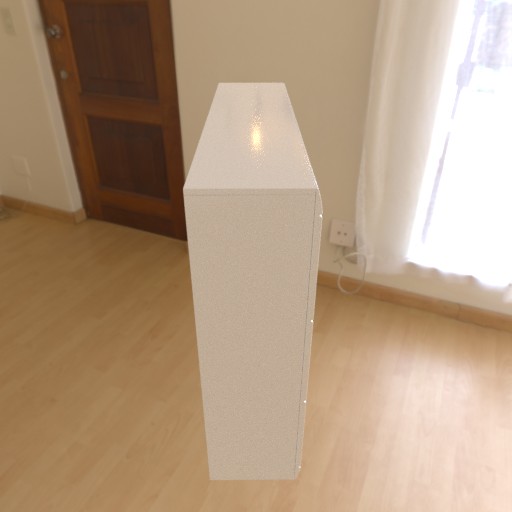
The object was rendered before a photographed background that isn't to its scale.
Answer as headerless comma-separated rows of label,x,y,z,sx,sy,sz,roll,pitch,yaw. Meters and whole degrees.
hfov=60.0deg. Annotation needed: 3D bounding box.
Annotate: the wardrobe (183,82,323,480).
wardrobe,0.000,0.000,1.947,0.360,1.200,1.340,0,32,0
